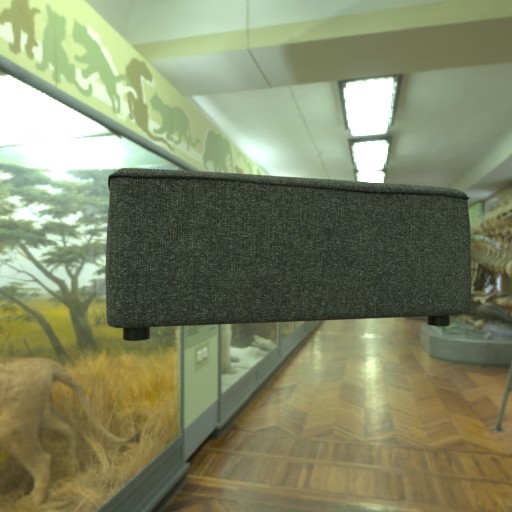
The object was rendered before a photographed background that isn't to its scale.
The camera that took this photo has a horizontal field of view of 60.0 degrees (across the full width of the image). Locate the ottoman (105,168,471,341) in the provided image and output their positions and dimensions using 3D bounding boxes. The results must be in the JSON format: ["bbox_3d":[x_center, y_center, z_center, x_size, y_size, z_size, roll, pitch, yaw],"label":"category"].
[{"bbox_3d":[0.000,0.000,1.604,1.021,0.423,1.017,0,-1,-16],"label":"ottoman"}]
